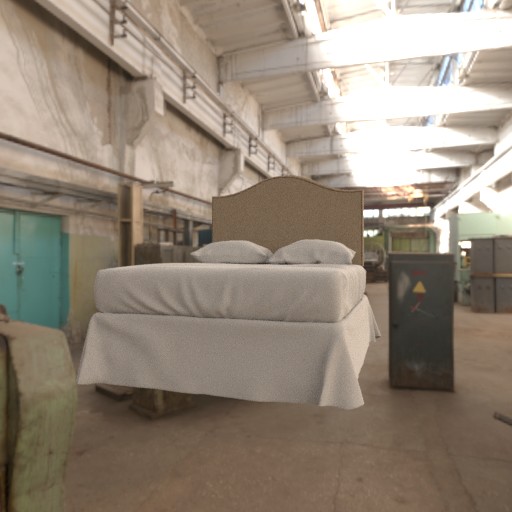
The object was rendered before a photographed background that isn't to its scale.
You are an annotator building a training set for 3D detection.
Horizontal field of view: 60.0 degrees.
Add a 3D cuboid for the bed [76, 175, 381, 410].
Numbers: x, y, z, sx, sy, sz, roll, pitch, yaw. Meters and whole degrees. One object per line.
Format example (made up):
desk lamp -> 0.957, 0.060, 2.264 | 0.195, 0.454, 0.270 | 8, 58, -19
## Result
bed -> 0.000, 0.000, 3.578 | 1.876, 1.645, 2.221 | 0, 0, 18
